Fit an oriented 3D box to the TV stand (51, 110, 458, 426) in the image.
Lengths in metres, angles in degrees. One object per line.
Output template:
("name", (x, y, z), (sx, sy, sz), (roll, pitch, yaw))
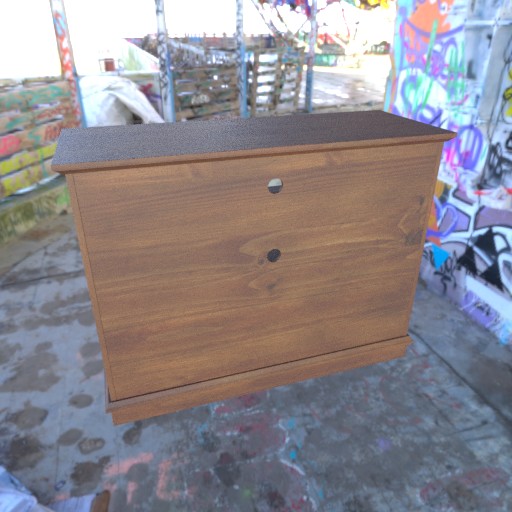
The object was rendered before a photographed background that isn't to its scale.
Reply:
("TV stand", (0.000, 0.000, 1.463), (1.067, 0.813, 0.406), (-9, 29, -16))
